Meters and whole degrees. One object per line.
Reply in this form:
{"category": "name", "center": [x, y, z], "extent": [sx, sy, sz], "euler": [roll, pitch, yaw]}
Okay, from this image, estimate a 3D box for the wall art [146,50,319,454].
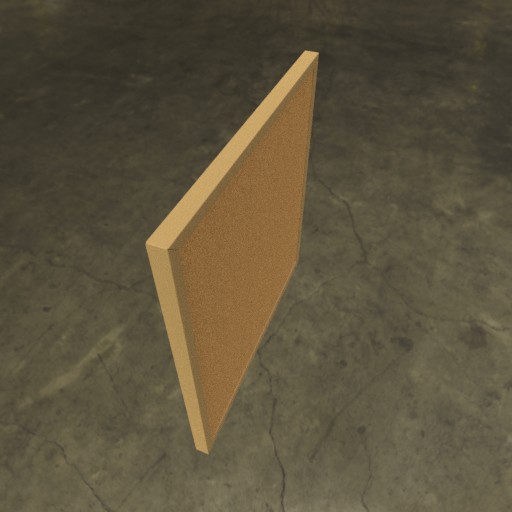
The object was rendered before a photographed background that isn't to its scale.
{"category": "wall art", "center": [0.000, 0.000, 1.149], "extent": [0.037, 0.761, 0.761], "euler": [16, 48, 15]}
